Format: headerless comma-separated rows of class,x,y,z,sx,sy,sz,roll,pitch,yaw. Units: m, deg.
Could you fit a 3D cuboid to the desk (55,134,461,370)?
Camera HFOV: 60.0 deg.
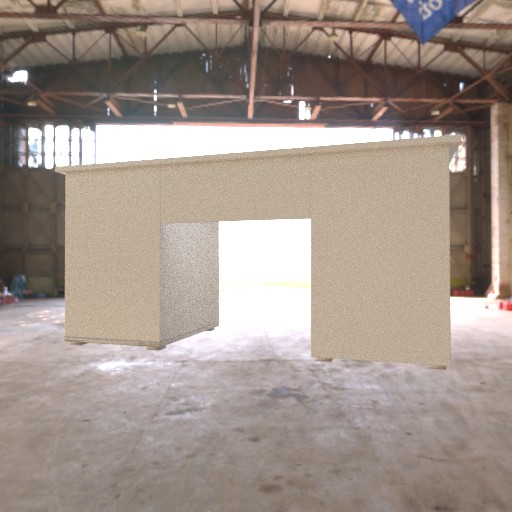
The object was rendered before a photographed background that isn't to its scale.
desk,0.000,0.000,1.961,1.580,0.760,0.670,0,-1,17
